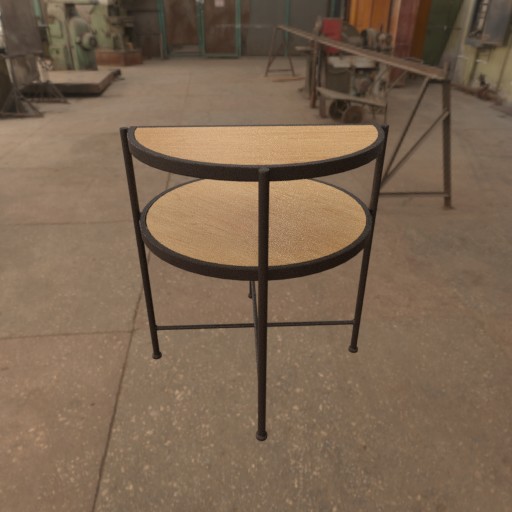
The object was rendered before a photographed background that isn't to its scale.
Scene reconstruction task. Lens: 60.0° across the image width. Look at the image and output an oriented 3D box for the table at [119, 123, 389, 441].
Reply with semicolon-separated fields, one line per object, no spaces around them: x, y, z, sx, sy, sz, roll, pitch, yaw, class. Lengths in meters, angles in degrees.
0.000;0.000;1.185;0.629;0.684;0.628;-1;30;-2;table
